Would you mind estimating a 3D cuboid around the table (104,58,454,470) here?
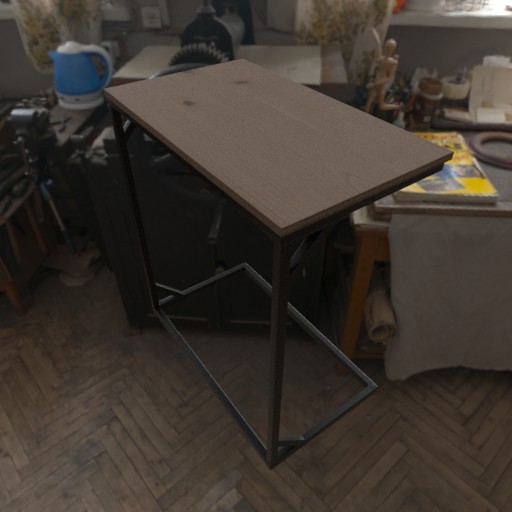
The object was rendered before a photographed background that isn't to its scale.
[{"bbox_3d":[0.000,0.000,1.031,0.351,0.673,0.597,-25,46,-26],"label":"table"}]
